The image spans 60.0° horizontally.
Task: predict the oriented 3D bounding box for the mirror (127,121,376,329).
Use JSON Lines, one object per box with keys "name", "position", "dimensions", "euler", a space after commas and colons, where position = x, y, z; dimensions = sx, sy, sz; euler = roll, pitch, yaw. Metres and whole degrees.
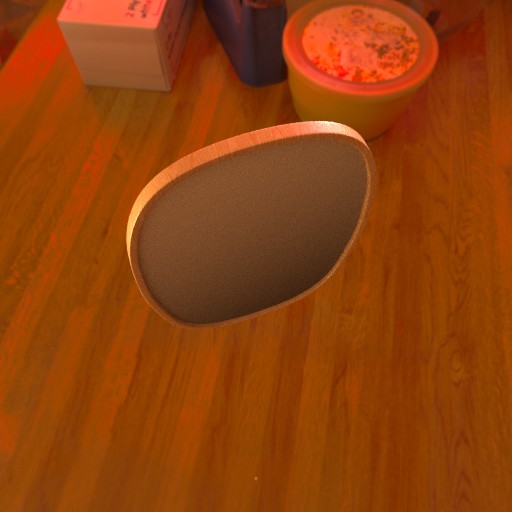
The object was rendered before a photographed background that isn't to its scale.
{"name": "mirror", "position": [0.000, 0.000, 1.383], "dimensions": [0.724, 1.075, 0.037], "euler": [-17, 65, -8]}
